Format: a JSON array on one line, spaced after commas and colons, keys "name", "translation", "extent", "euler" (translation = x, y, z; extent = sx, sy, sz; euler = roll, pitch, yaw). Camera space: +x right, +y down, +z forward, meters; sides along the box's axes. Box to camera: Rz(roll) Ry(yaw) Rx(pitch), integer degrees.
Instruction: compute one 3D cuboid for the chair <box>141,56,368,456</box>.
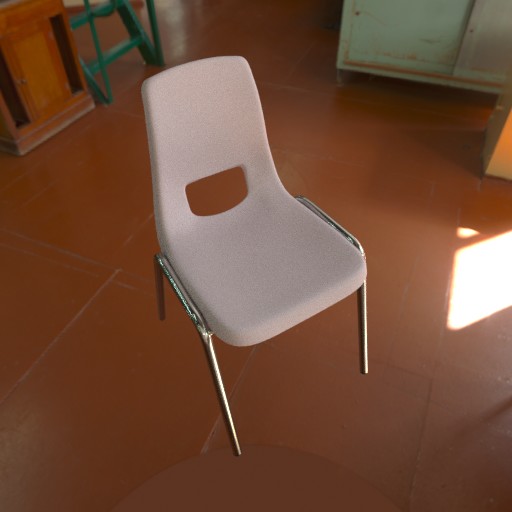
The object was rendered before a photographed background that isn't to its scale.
[{"name": "chair", "translation": [0.000, 0.000, 0.912], "extent": [0.381, 0.653, 0.436], "euler": [-24, 50, -22]}]
